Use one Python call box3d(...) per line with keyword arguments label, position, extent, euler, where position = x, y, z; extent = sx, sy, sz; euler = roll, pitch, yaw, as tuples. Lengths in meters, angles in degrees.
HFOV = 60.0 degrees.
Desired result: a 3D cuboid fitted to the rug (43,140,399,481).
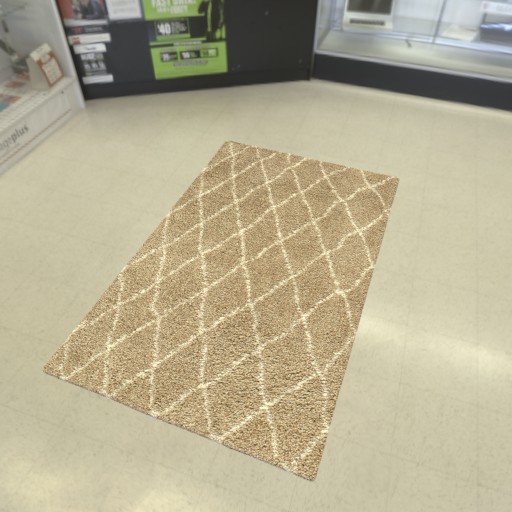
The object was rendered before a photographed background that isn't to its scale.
box3d(label="rug", position=(0.000, 0.000, 2.972), extent=(1.524, 0.030, 2.438), euler=(16, 49, 15))
